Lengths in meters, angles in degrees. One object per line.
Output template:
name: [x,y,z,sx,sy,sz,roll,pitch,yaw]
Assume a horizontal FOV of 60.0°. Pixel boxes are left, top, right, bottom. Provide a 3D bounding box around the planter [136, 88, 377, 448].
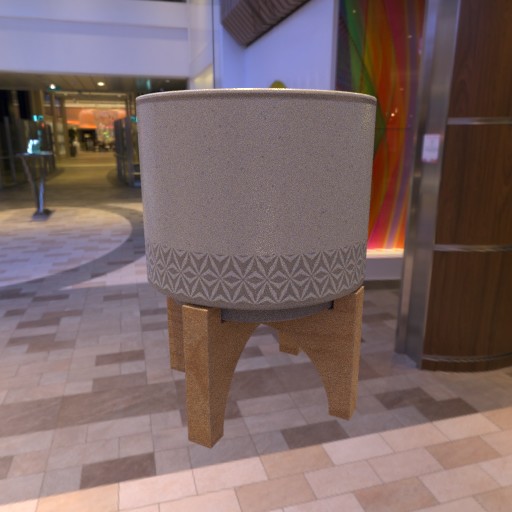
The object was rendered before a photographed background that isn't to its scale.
planter: [0.000,0.000,0.269,0.130,0.178,0.130,0,15,0]
